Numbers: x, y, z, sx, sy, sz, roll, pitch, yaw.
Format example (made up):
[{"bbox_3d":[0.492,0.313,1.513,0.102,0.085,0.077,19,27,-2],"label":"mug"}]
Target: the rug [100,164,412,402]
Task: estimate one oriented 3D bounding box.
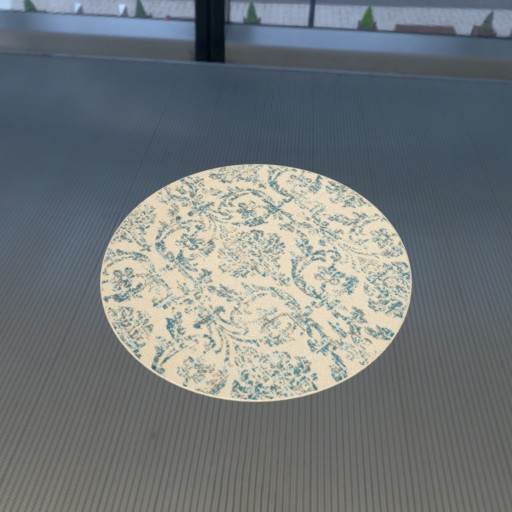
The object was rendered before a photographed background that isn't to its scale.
[{"bbox_3d":[0.000,0.000,2.326,1.593,0.012,1.593,0,48,0],"label":"rug"}]
